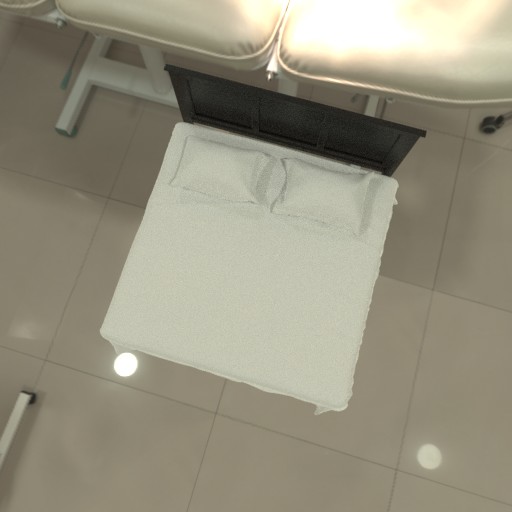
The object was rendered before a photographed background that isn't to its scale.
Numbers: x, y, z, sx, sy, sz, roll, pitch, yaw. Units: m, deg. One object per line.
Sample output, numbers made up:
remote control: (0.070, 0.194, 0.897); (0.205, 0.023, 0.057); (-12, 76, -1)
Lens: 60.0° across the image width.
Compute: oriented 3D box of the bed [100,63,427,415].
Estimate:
bed: (0.000, 0.000, 3.651); (2.315, 1.271, 2.219); (16, 77, 4)
